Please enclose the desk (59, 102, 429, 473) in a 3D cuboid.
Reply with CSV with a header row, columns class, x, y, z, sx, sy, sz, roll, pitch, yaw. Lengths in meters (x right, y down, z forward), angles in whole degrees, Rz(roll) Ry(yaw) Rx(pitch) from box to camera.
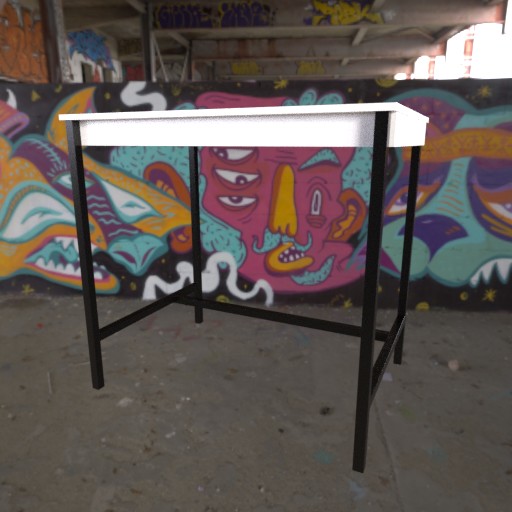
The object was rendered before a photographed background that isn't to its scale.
class,x,y,z,sx,sy,sz,roll,pitch,yaw
desk,0.000,0.000,1.274,0.811,0.766,0.573,7,16,25
